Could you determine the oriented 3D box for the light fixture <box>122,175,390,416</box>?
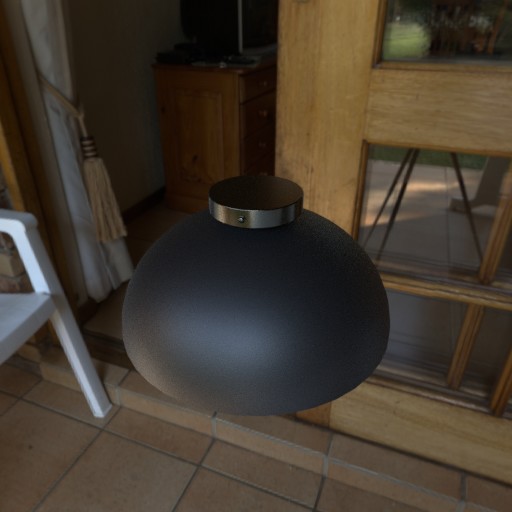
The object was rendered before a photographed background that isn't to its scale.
[{"bbox_3d":[0.000,0.000,0.566,0.355,0.177,0.355,0,30,0],"label":"light fixture"}]
